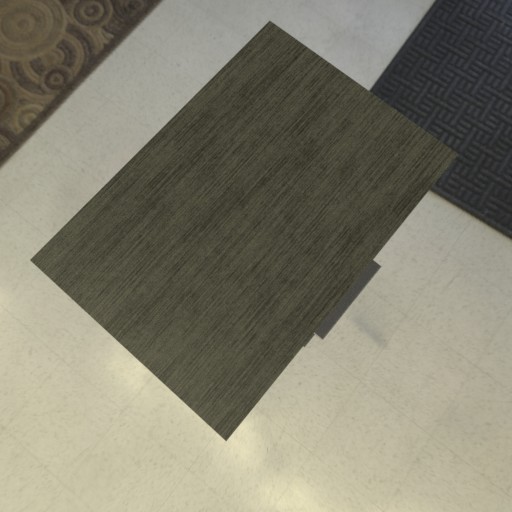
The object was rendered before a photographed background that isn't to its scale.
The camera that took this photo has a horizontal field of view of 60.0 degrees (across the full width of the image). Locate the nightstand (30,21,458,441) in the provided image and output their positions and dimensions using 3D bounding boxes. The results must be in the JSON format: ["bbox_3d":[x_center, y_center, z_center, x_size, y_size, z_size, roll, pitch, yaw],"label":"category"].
[{"bbox_3d":[0.000,0.000,0.761,0.325,0.460,0.441,39,79,9],"label":"nightstand"}]
